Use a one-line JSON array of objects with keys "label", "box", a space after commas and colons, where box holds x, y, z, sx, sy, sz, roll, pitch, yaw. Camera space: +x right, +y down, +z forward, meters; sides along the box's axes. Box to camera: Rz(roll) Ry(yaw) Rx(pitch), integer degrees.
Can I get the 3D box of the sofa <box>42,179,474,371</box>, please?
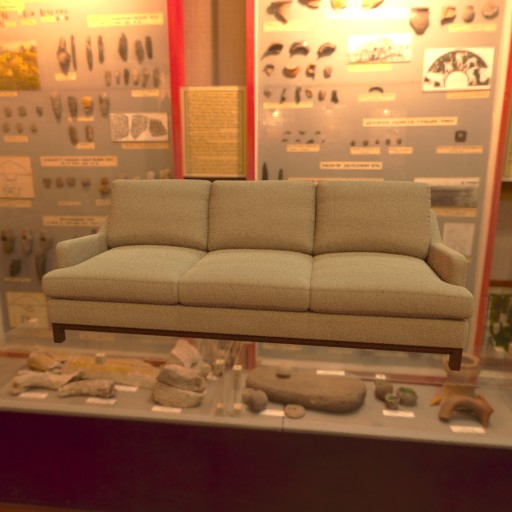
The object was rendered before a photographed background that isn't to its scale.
[{"label": "sofa", "box": [0.000, 0.000, 2.779, 2.321, 0.913, 1.000, 2, 14, 8]}]
